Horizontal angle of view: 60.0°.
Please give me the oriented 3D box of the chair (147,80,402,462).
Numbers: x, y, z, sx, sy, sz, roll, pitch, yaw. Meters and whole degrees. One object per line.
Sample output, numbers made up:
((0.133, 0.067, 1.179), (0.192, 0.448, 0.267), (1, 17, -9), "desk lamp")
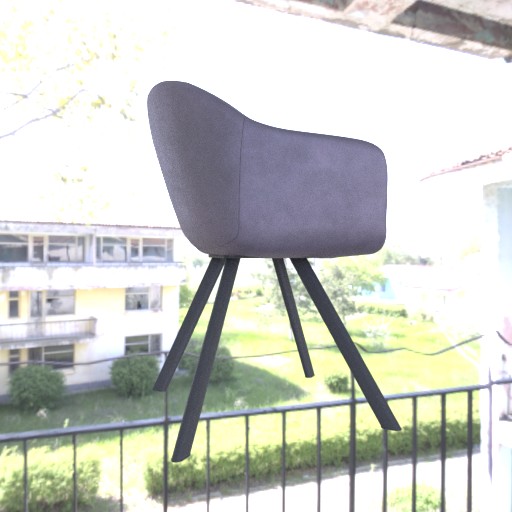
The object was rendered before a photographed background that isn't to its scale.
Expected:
((0.000, 0.000, 1.139), (0.544, 0.781, 0.567), (0, 1, -18), "chair")
